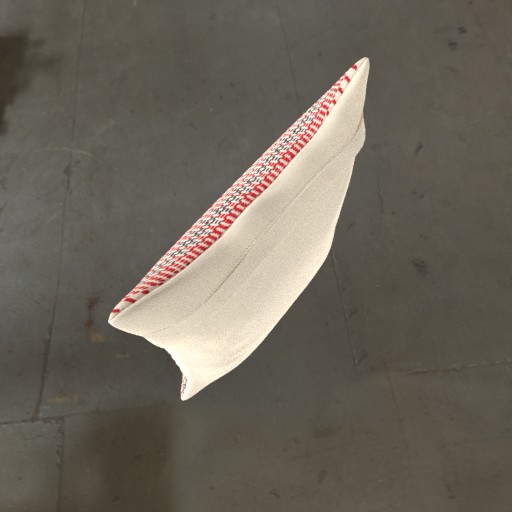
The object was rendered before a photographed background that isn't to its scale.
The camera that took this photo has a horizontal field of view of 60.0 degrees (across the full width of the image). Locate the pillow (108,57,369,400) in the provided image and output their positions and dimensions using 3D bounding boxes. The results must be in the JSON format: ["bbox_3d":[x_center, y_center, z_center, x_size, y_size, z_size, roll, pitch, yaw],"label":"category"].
[{"bbox_3d":[0.000,0.000,0.701,0.160,0.454,0.463,35,68,16],"label":"pillow"}]
